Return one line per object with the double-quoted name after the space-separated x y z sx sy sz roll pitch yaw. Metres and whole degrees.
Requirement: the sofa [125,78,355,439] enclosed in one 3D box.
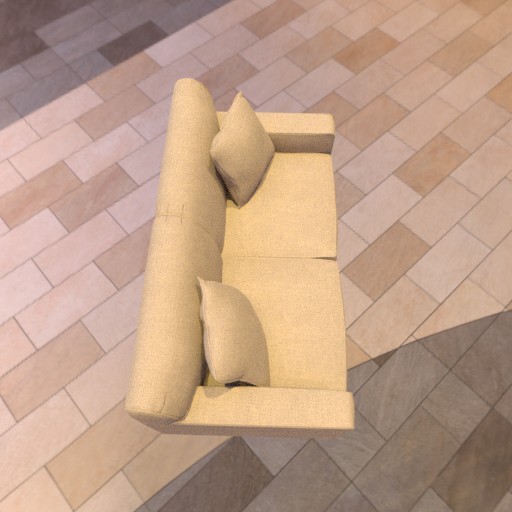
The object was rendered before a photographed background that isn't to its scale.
0.000 0.000 2.495 0.998 0.958 1.846 1 63 1 "sofa"
